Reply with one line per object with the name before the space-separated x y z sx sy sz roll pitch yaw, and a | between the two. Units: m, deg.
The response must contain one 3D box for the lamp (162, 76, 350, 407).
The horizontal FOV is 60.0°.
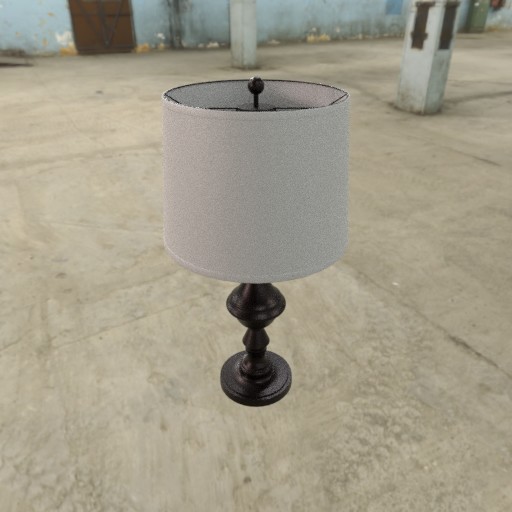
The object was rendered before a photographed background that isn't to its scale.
lamp | 0.000 0.000 0.960 0.383 0.726 0.383 0 29 0
